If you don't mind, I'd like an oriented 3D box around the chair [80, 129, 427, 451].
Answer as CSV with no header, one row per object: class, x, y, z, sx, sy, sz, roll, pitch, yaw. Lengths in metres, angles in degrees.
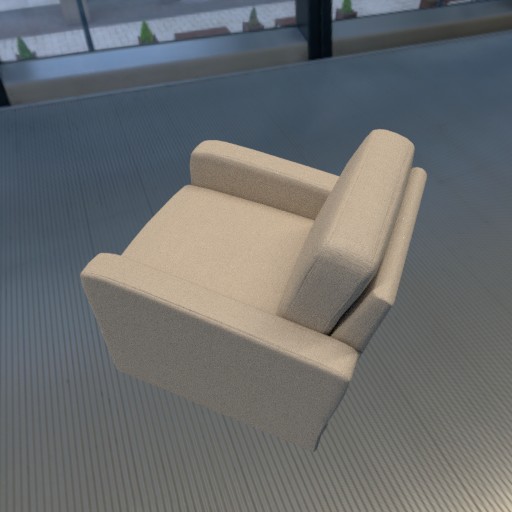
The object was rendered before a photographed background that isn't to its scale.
chair,0.000,0.000,1.474,0.888,0.827,0.755,17,49,16
